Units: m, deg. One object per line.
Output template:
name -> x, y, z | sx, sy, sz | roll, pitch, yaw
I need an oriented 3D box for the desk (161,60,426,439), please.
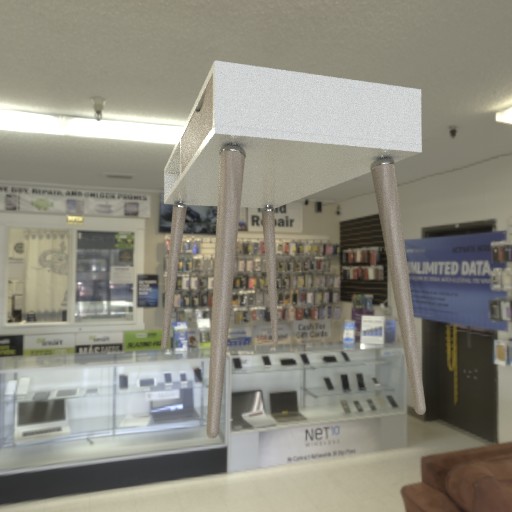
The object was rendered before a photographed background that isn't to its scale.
desk -> 0.000, 0.000, 1.378 | 0.491, 0.723, 0.979 | 0, -2, -17
